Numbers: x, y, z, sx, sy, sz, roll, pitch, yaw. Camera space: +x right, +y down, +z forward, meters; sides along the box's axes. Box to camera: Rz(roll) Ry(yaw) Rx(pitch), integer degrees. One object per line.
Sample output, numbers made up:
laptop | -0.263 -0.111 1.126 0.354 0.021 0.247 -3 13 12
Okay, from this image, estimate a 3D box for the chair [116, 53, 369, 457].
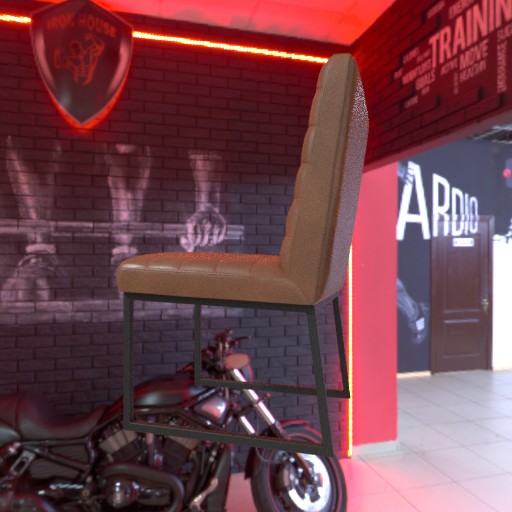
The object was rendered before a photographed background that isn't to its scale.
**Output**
chair | 0.000 0.000 1.317 0.634 0.930 0.520 0 0 17
